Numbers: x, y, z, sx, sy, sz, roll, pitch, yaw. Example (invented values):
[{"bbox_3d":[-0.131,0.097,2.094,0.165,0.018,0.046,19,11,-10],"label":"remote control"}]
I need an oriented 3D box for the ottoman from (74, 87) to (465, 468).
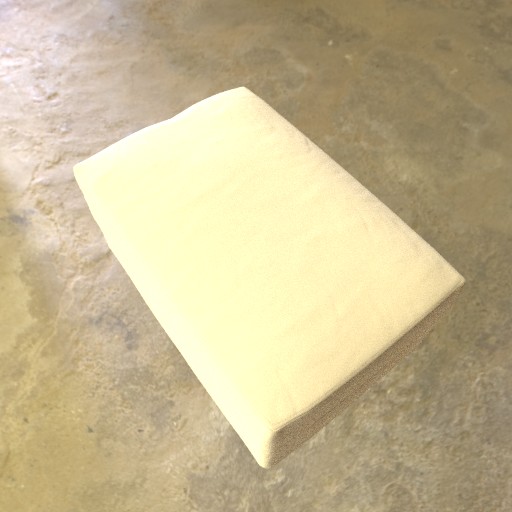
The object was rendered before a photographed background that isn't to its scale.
[{"bbox_3d":[0.000,0.000,1.204,0.590,0.444,0.872,-33,63,-19],"label":"ottoman"}]
